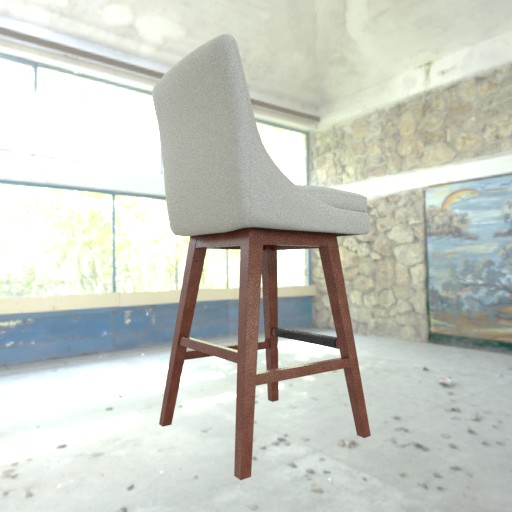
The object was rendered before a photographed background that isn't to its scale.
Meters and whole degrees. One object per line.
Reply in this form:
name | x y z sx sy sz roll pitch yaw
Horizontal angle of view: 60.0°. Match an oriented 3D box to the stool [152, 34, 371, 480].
stool | 0.000 0.000 1.390 0.559 1.092 0.470 1 -2 -36
